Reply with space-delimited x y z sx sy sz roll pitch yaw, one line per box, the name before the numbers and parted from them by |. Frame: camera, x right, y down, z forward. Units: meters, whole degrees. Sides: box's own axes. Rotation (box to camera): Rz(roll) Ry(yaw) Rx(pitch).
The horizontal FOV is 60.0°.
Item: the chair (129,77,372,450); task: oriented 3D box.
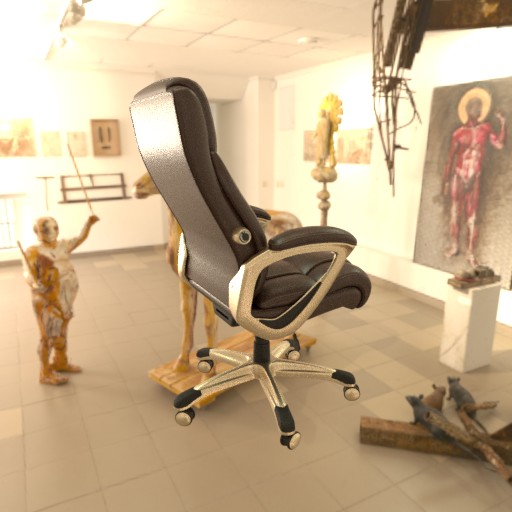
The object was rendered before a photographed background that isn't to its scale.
chair | 0.000 0.000 1.656 0.749 1.194 0.692 -8 16 -28
